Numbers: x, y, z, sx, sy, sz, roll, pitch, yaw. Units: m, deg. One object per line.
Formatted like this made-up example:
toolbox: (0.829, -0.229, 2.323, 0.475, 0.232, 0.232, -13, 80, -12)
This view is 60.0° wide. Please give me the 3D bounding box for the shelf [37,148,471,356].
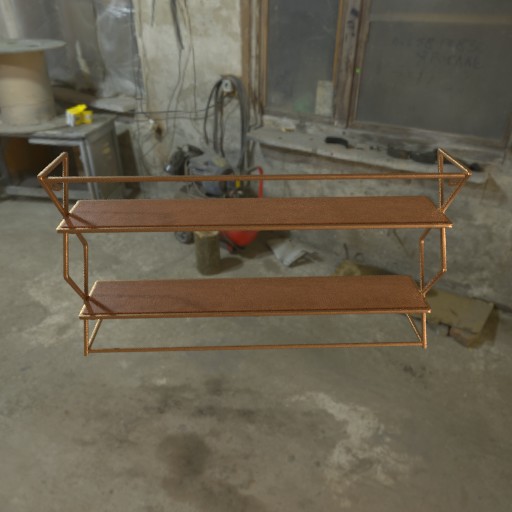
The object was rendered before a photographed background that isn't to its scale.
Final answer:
shelf: (0.000, 0.000, 1.014, 0.822, 0.450, 0.150, -1, 31, -2)
